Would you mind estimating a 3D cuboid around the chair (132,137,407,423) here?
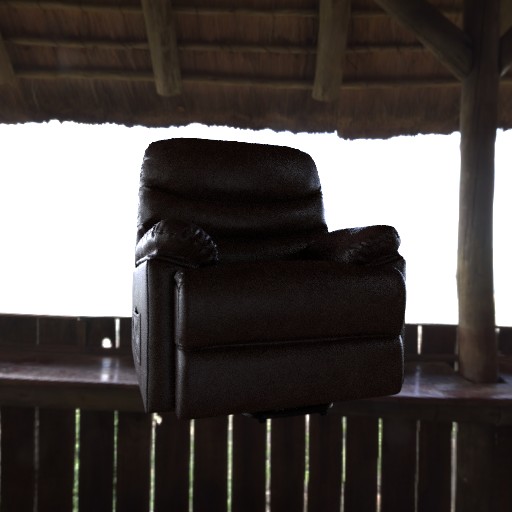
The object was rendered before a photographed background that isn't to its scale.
[{"bbox_3d":[0.000,0.000,1.741,0.940,1.041,0.879,0,0,-19],"label":"chair"}]
